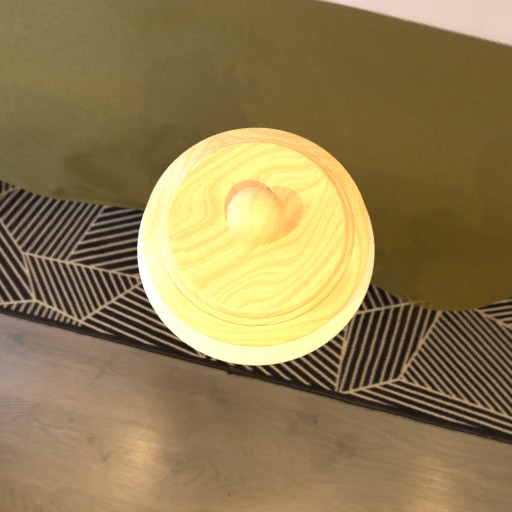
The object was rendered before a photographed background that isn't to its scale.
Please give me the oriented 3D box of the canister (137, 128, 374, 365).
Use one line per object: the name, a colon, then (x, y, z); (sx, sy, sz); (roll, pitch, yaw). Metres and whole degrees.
canister: (0.000, 0.000, 0.271); (0.130, 0.176, 0.130); (0, 76, 0)
